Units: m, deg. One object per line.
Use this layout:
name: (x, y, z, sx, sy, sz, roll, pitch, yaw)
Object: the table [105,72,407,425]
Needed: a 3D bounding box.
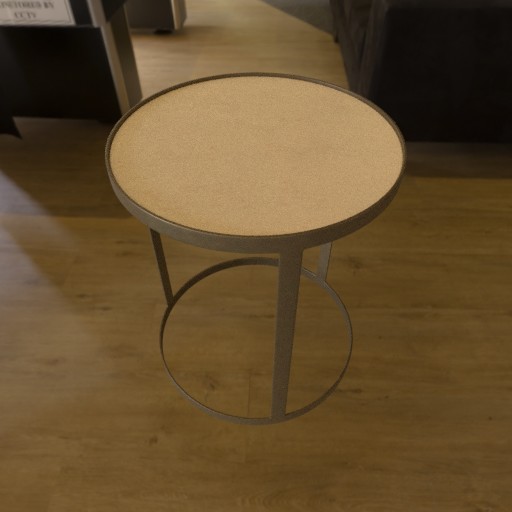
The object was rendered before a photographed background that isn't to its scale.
table: (0.000, 0.000, 0.927, 0.480, 0.565, 0.480, 0, 46, 0)
